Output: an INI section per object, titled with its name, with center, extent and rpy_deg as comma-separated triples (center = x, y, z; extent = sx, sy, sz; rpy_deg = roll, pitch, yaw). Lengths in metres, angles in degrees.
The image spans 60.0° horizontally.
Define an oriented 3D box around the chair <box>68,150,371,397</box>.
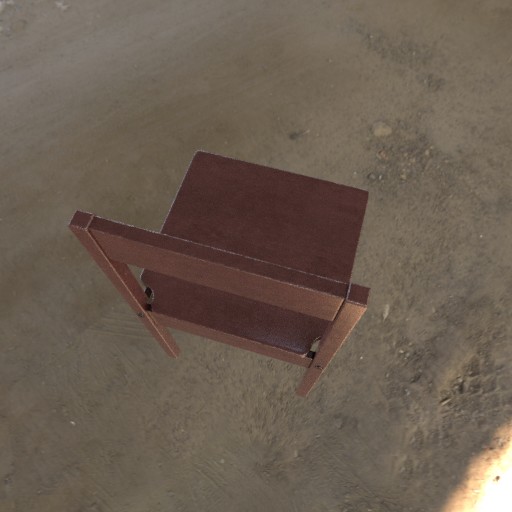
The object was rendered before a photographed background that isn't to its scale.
[chair]
center = 0.000, 0.000, 0.870
extent = 0.367, 0.668, 0.361
rpy_deg = 15, 65, 7
